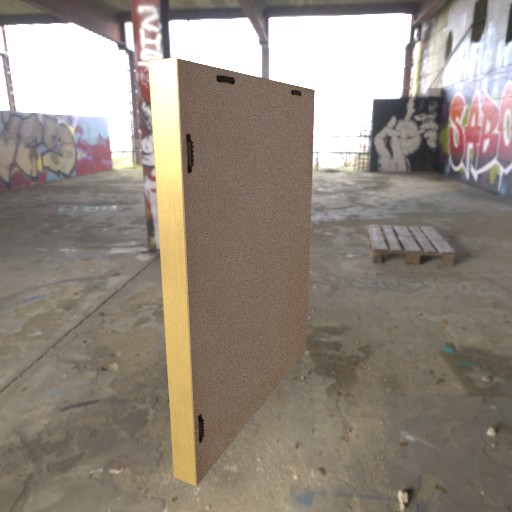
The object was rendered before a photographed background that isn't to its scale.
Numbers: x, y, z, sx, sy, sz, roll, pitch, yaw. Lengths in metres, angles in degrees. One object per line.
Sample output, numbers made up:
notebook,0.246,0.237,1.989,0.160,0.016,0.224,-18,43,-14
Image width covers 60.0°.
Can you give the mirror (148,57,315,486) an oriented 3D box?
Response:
mirror,0.000,0.000,0.679,0.041,0.508,0.405,8,18,25
